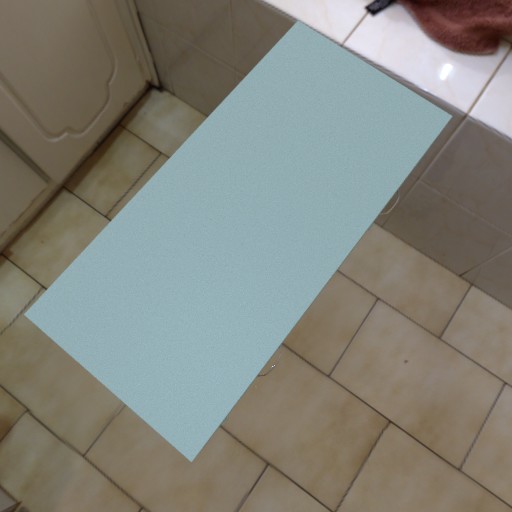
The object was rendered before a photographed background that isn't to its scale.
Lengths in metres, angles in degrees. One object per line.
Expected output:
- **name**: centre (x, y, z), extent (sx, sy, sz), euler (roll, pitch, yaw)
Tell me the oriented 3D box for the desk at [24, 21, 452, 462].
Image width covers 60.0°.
- **desk**: centre (0.000, 0.000, 1.461), extent (0.525, 0.780, 1.057), euler (37, 77, 10)
